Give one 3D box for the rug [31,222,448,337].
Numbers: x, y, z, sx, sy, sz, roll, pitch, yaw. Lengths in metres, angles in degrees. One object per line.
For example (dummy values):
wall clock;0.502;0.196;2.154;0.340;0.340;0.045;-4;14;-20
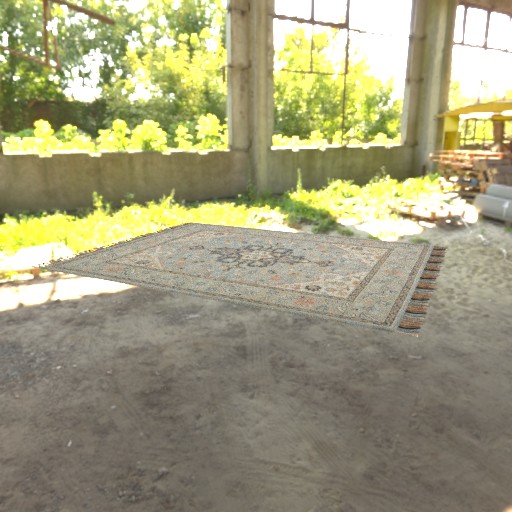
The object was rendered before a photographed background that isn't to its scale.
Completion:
rug;0.000;0.000;2.252;1.730;0.009;1.278;7;16;25
